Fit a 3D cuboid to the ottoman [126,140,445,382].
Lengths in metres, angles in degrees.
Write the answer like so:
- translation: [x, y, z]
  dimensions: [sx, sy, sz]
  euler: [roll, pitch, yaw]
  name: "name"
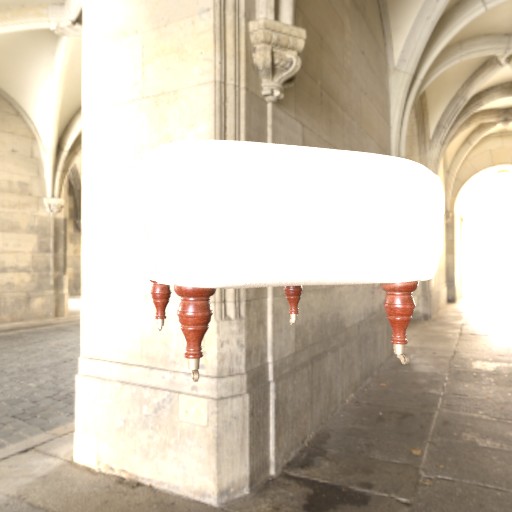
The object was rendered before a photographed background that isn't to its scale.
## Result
- translation: [0.000, 0.000, 1.127]
  dimensions: [0.622, 0.450, 0.747]
  euler: [0, -1, -18]
  name: "ottoman"
